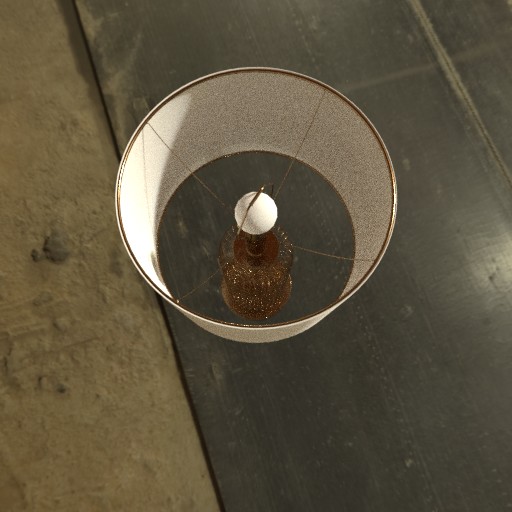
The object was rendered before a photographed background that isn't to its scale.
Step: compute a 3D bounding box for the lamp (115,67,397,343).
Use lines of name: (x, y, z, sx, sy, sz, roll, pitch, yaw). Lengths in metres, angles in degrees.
lamp: (0.000, 0.000, 0.630, 0.252, 0.483, 0.252, 32, 78, 8)
